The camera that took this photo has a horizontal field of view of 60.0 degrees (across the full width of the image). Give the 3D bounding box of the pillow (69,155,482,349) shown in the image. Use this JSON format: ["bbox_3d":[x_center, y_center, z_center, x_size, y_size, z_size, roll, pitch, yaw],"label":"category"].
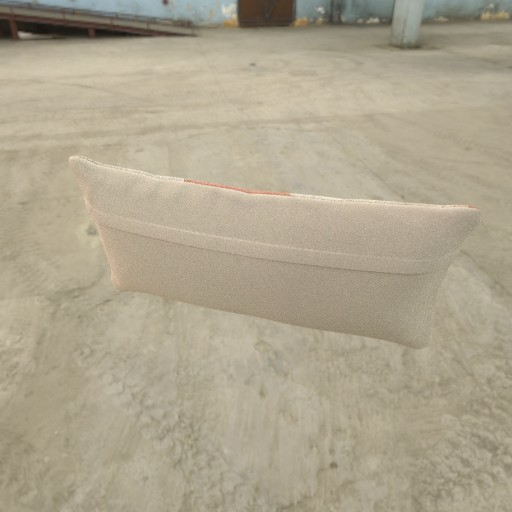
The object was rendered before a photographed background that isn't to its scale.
[{"bbox_3d":[0.000,0.000,0.721,0.609,0.292,0.155,9,33,14],"label":"pillow"}]
